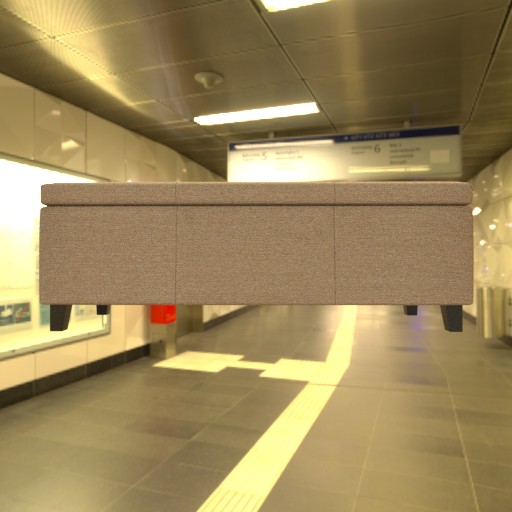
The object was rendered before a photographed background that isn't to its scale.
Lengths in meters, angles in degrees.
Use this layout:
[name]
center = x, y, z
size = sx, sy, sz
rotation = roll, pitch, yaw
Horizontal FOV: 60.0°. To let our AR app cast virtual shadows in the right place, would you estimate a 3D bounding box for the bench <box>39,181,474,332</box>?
[bench]
center = 0.000, 0.000, 1.479
size = 1.269, 0.438, 0.446
rotation = 0, 0, 1
